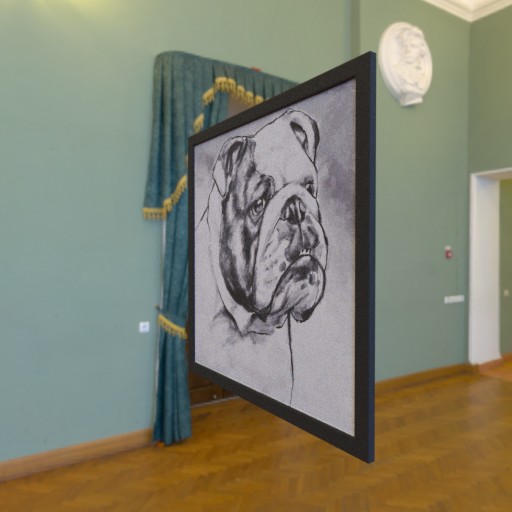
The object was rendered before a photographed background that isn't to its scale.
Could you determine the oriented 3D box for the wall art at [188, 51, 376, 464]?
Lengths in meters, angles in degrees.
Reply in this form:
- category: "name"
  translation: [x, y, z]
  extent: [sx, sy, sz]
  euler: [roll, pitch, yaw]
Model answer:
- category: "wall art"
  translation: [0.000, 0.000, 0.833]
  extent: [0.012, 0.558, 0.562]
  euler: [-1, 1, -34]
